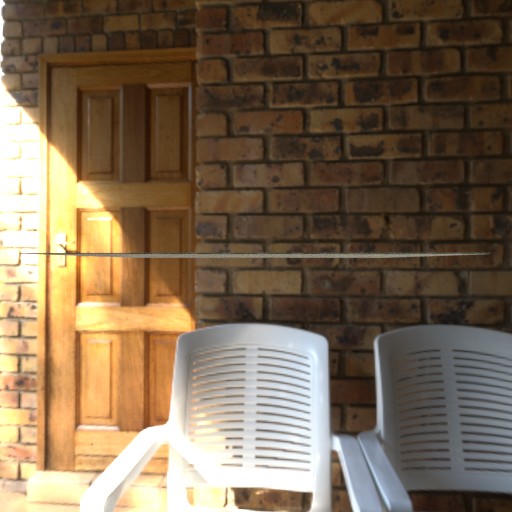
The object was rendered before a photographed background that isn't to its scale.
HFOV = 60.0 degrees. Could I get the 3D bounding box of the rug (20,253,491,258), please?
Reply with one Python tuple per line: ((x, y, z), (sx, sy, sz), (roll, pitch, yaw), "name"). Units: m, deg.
((0.000, 0.000, 4.078), (3.045, 0.007, 2.436), (0, -1, 0), "rug")
